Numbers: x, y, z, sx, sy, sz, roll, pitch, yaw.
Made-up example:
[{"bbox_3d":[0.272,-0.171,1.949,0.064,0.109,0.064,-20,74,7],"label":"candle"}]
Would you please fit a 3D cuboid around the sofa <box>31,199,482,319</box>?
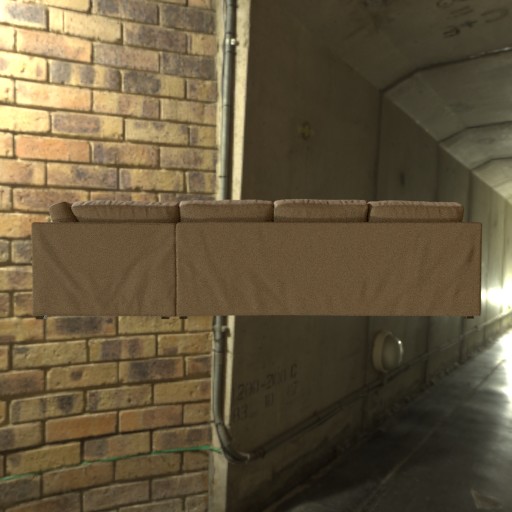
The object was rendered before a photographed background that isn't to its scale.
[{"bbox_3d":[0.000,0.000,4.306,3.182,0.871,2.432,0,1,-1],"label":"sofa"}]
